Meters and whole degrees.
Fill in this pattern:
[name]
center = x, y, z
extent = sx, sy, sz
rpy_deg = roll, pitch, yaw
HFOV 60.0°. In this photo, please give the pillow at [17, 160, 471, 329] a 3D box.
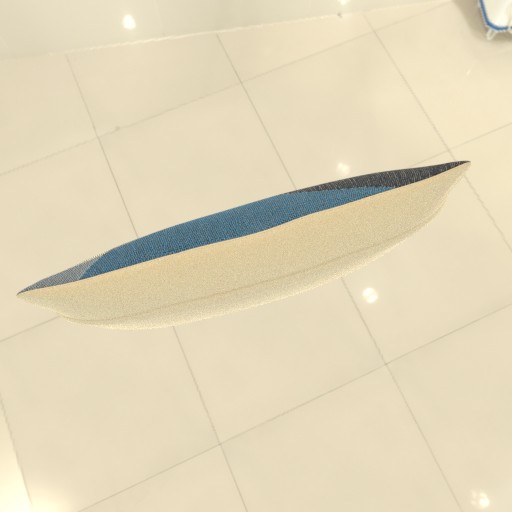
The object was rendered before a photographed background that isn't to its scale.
[pillow]
center = 0.000, 0.000, 0.692
extent = 0.604, 0.307, 0.148
rpy_deg = -17, 75, -5
